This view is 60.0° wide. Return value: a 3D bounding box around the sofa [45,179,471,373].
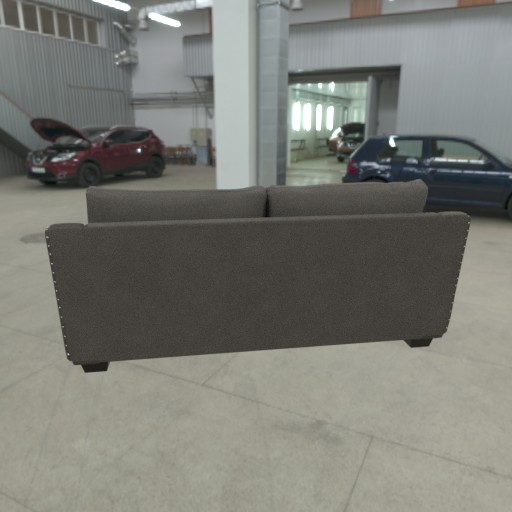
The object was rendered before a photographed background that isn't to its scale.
[{"bbox_3d":[0.000,0.000,3.345,2.550,1.196,1.336,-2,16,-8],"label":"sofa"}]
